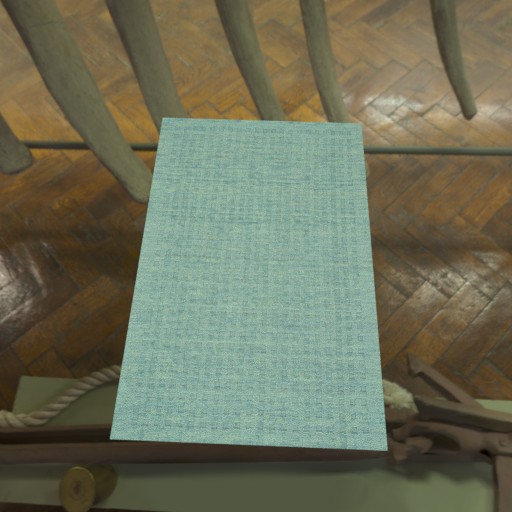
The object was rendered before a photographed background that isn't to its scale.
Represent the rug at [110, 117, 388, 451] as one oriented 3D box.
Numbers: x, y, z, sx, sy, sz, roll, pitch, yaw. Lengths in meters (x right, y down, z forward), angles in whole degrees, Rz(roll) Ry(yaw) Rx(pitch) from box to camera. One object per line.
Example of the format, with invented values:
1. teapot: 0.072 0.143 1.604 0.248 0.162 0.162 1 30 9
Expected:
1. rug: 0.000 0.000 2.910 1.522 0.006 2.286 2 65 1
